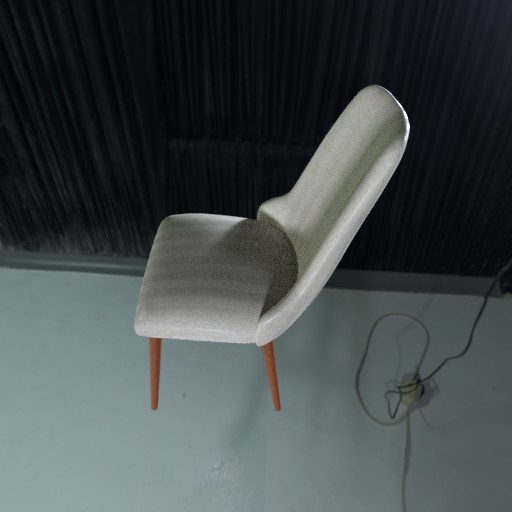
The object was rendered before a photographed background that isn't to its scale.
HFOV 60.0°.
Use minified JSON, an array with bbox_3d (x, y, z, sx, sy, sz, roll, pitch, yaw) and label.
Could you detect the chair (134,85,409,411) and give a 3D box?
[{"bbox_3d":[0.000,0.000,1.320,0.684,0.917,0.526,0,42,0],"label":"chair"}]
